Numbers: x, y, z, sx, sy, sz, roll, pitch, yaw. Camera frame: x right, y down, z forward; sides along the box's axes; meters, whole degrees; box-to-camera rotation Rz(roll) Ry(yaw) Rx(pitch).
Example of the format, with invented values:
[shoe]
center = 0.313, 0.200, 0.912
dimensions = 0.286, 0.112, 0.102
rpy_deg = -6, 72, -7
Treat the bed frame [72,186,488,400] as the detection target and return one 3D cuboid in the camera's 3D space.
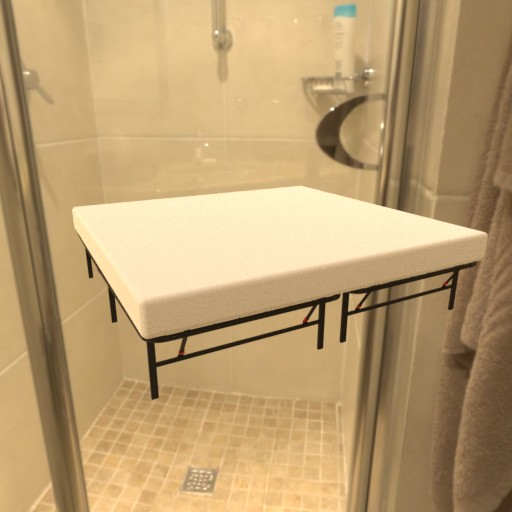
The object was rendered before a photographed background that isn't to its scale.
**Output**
[bed frame]
center = 0.000, 0.000, 2.988
dimensions = 2.033, 0.525, 1.935
rpy_deg = -10, 21, -27
